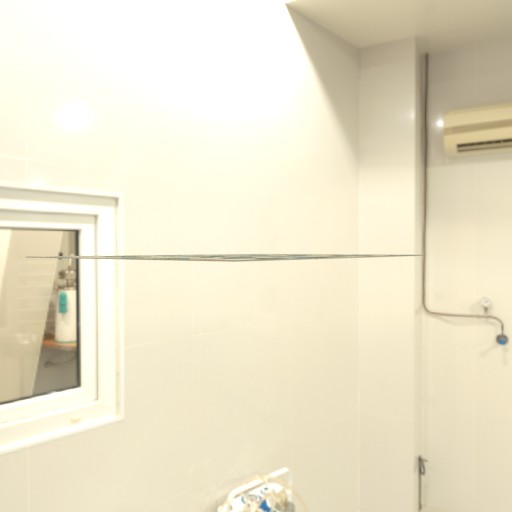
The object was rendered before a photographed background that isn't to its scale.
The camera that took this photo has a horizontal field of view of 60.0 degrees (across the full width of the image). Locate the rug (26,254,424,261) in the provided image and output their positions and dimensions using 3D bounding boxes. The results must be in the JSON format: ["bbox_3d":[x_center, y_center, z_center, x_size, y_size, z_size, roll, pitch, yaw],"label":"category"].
[{"bbox_3d":[0.000,0.000,2.354,1.229,0.005,1.827,1,1,37],"label":"rug"}]
